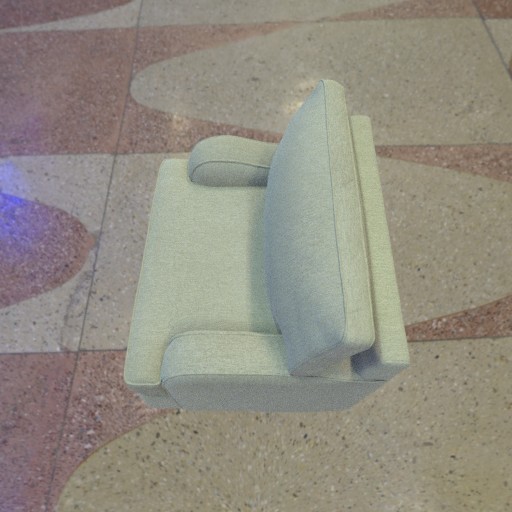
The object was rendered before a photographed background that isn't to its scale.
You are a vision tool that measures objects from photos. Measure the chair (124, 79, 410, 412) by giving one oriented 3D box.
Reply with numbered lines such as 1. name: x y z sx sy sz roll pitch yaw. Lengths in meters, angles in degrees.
1. chair: 0.000 0.000 2.009 1.041 1.016 1.220 1 59 1
